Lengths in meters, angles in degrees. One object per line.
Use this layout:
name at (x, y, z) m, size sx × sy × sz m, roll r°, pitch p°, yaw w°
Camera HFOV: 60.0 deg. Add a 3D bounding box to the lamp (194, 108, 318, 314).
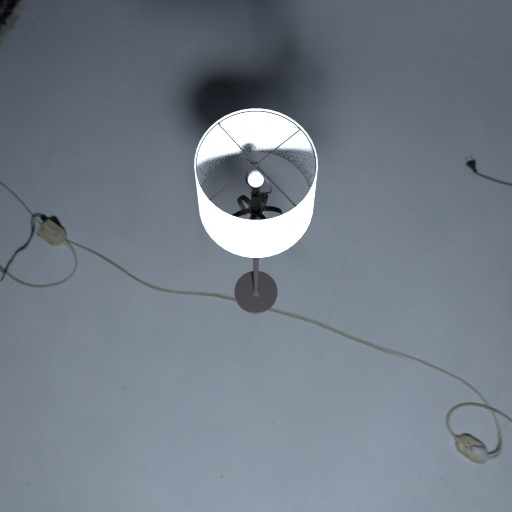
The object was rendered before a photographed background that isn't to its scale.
lamp at (0.000, 0.000, 1.609) m, size 0.286 × 1.462 × 0.286 m, roll 19°, pitch 76°, yaw 5°
